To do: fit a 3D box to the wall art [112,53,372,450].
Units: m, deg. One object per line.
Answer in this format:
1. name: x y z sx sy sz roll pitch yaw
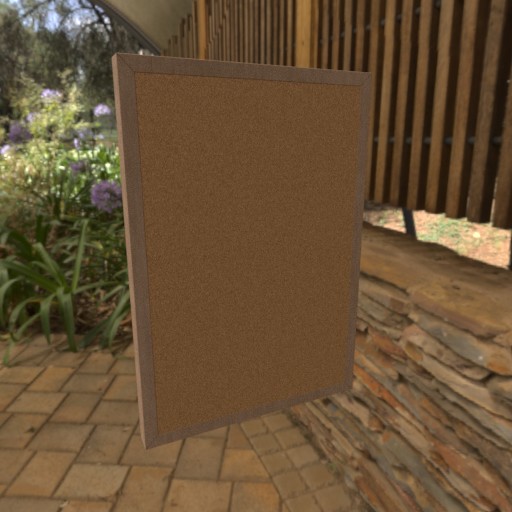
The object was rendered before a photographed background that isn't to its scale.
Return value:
1. wall art: 0.000 0.000 0.638 0.356 0.509 0.031 -7 16 -25
